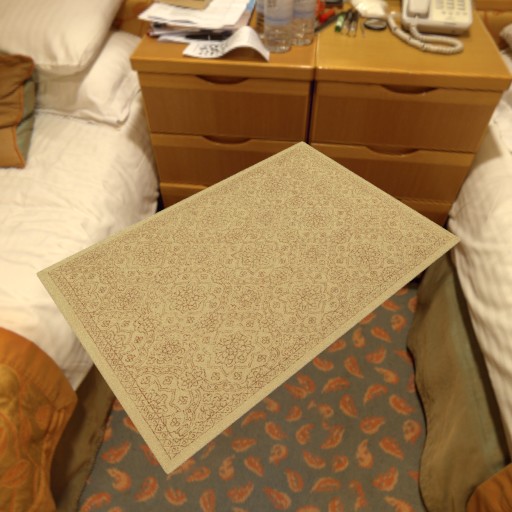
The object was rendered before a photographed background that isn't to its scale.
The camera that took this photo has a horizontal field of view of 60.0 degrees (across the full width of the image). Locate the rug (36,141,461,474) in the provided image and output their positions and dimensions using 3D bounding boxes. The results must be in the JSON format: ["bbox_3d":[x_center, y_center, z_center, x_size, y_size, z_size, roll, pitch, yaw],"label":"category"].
[{"bbox_3d":[0.000,0.000,2.278,1.829,0.010,1.219,-31,55,-26],"label":"rug"}]
